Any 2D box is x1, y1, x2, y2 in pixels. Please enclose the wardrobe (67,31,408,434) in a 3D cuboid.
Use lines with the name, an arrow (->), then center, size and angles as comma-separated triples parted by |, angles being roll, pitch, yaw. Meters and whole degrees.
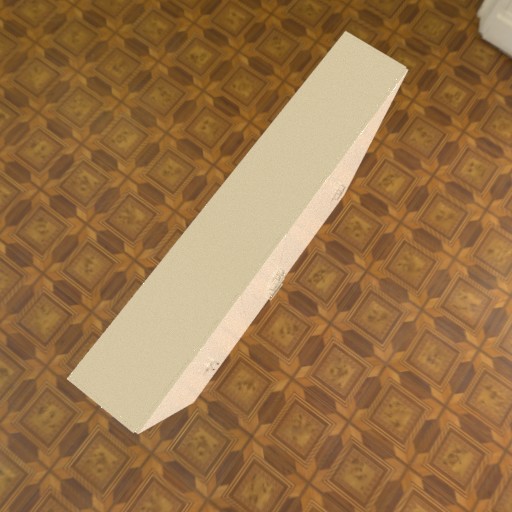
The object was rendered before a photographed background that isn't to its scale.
wardrobe -> 0.000, 0.000, 4.015 | 0.580, 2.360, 3.000 | 35, 79, 8
